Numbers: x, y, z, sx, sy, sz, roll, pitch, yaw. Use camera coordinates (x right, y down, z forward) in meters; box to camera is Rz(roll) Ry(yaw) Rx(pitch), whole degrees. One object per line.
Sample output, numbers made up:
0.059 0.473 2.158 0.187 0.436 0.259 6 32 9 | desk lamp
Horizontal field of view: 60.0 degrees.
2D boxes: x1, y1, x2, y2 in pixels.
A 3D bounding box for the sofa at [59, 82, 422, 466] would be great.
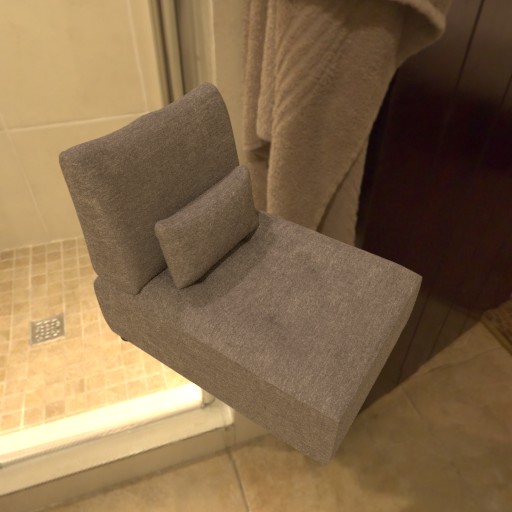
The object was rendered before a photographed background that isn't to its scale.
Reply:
0.000 0.000 1.532 1.000 0.820 0.700 24 47 25 | sofa
